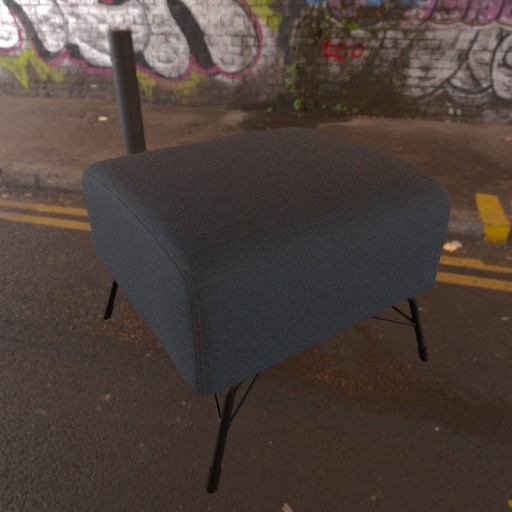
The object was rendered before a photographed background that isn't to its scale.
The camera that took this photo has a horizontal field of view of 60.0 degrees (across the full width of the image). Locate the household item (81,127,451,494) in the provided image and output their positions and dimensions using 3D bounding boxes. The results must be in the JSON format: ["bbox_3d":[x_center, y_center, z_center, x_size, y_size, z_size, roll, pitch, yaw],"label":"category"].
[{"bbox_3d":[0.000,0.000,0.888,0.530,0.420,0.530,-19,35,-29],"label":"household item"}]
